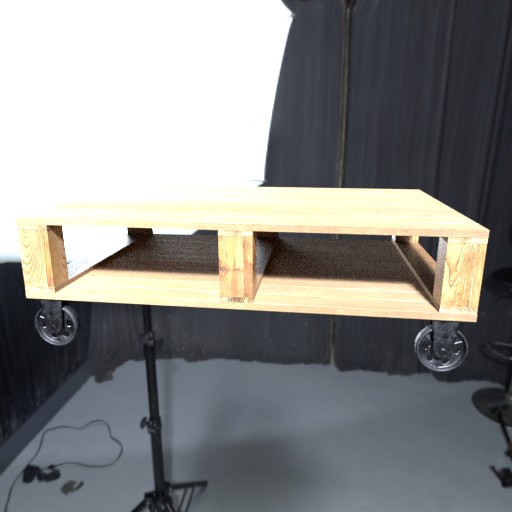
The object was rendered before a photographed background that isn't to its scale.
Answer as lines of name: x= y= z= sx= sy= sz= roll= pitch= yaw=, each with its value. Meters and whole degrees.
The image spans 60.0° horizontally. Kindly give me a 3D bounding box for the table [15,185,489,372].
table: x=0.000 y=0.000 z=1.649 sx=1.299 sy=0.413 sz=0.827 roll=2 pitch=16 yaw=8
